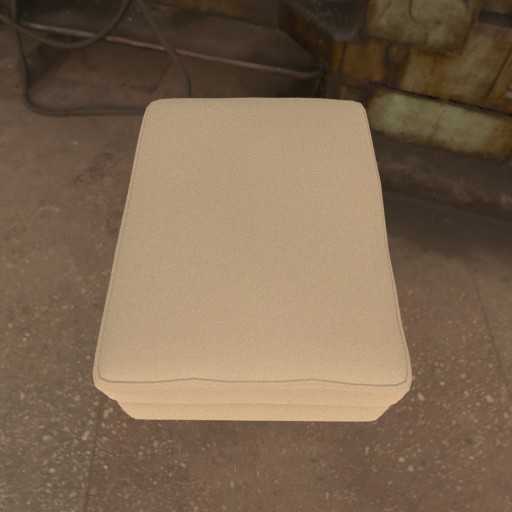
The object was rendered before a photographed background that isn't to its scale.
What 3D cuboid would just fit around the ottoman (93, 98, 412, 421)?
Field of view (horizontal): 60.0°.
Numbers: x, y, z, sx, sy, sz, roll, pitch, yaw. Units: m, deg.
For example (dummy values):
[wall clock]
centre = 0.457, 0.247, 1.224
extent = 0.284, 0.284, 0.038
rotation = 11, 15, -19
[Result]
[ottoman]
centre = 0.000, 0.000, 1.195
extent = 0.634, 0.485, 0.818
rotation = 0, 59, 0
